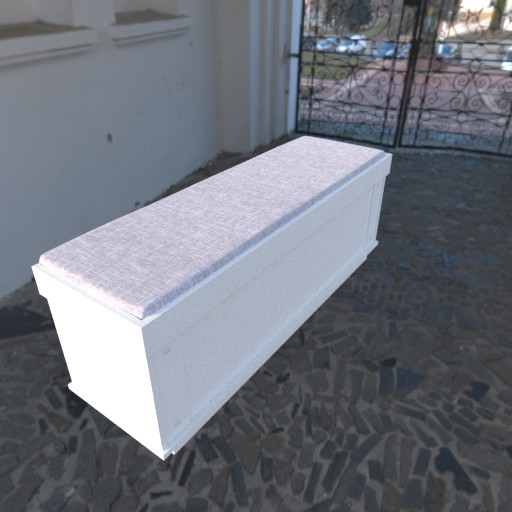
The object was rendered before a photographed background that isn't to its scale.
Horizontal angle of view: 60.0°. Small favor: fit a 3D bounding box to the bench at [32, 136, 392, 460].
[{"bbox_3d":[0.000,0.000,1.399,0.363,0.453,1.196,21,37,30],"label":"bench"}]
